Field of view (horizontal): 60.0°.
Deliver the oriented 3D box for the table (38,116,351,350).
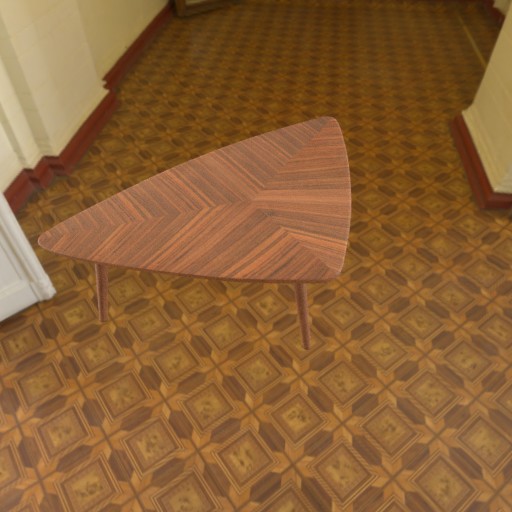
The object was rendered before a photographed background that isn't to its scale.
[{"bbox_3d":[0.000,0.000,1.309,1.008,0.365,0.601,-29,52,-25],"label":"table"}]
